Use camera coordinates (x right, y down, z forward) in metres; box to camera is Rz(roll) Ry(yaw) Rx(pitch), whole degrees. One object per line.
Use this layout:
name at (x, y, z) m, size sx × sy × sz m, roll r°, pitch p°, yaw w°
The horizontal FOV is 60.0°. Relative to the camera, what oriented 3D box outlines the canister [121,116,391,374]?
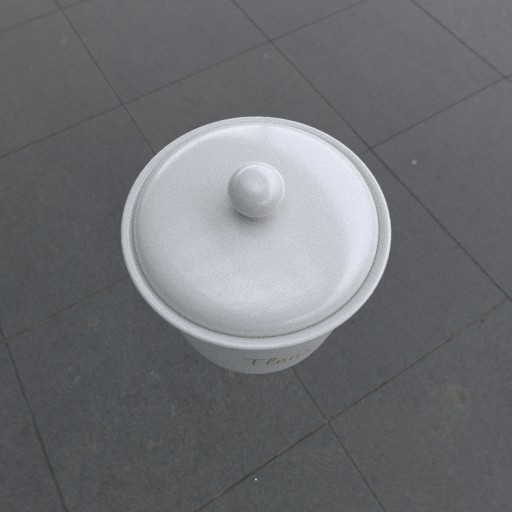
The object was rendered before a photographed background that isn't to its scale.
canister at (0.000, 0.000, 0.352) m, size 0.182 × 0.208 × 0.182 m, roll 0°, pitch 63°, yaw 0°
